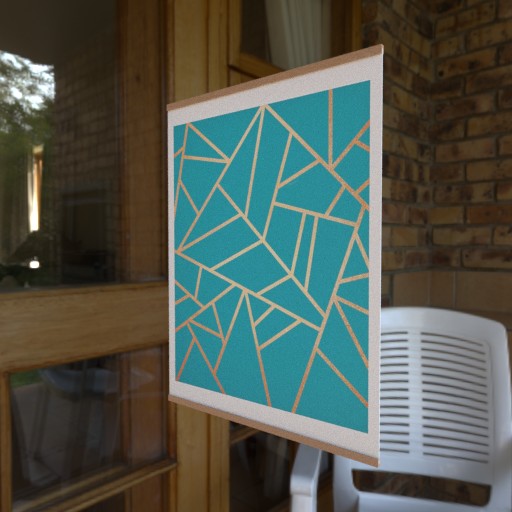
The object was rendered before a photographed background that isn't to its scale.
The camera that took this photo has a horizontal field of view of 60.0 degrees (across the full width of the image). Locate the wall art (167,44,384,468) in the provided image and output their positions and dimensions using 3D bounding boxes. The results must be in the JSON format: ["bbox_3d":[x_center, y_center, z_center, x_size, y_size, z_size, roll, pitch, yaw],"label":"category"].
[{"bbox_3d":[0.000,0.000,1.298,0.758,1.016,0.013,1,2,38],"label":"wall art"}]
